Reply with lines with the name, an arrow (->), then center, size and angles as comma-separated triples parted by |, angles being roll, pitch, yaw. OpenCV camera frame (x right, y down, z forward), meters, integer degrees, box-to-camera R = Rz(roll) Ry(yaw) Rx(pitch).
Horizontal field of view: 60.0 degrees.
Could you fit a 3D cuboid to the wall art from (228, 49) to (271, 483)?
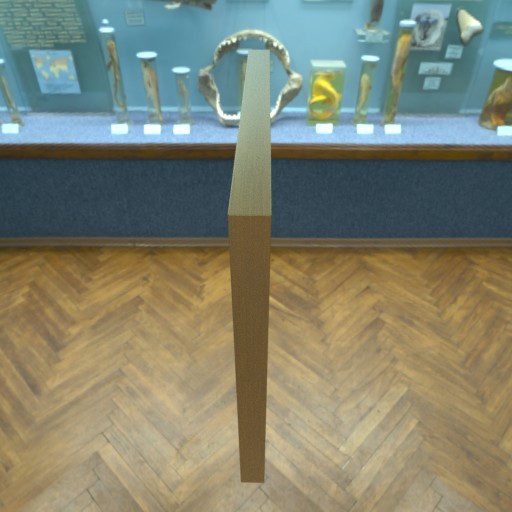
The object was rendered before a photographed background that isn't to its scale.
wall art -> 0.000, 0.000, 0.729 | 0.037, 0.505, 0.505 | 1, 39, 1
